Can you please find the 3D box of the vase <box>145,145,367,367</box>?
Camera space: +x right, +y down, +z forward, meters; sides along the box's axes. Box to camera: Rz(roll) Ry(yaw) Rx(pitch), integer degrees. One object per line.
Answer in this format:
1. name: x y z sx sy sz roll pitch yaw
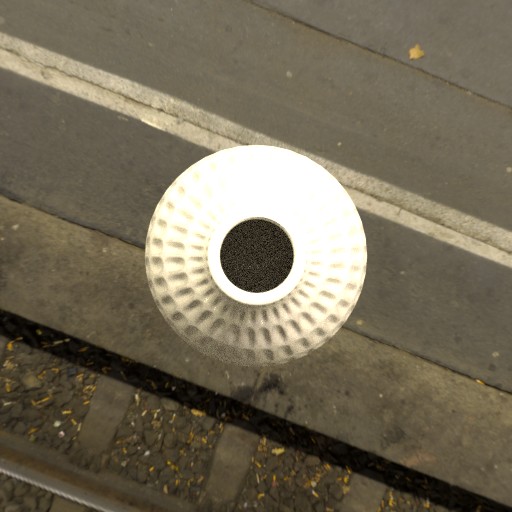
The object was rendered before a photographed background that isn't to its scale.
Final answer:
1. vase: 0.000 0.000 0.332 0.162 0.223 0.162 0 90 0
